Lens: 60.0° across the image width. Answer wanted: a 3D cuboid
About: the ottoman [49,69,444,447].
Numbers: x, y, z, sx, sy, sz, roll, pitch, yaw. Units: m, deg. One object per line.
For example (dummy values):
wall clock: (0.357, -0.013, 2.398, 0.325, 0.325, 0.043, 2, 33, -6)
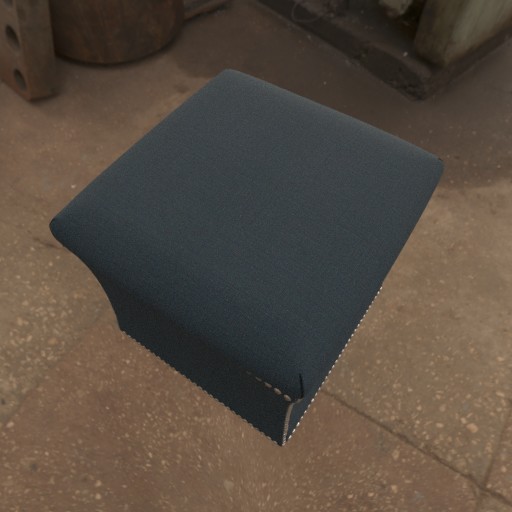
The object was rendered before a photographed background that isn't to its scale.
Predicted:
ottoman: (0.000, 0.000, 0.903, 0.497, 0.475, 0.507, 30, 62, 18)
